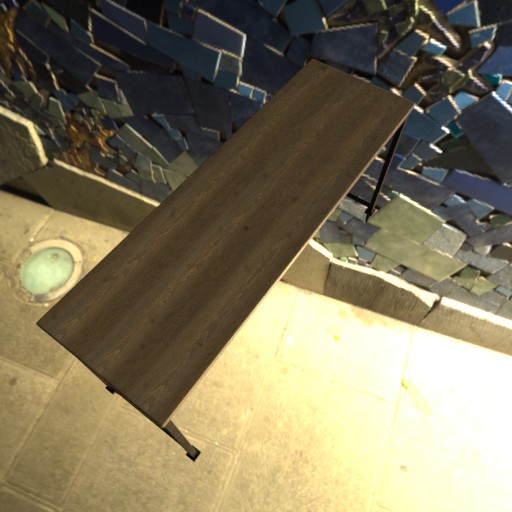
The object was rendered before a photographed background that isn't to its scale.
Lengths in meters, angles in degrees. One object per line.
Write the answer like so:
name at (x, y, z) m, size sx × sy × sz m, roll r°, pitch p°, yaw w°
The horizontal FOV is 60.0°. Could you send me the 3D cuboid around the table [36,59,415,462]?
table at (0.000, 0.000, 2.097) m, size 0.551 × 0.902 × 1.700 m, roll 32°, pitch 64°, yaw 18°
